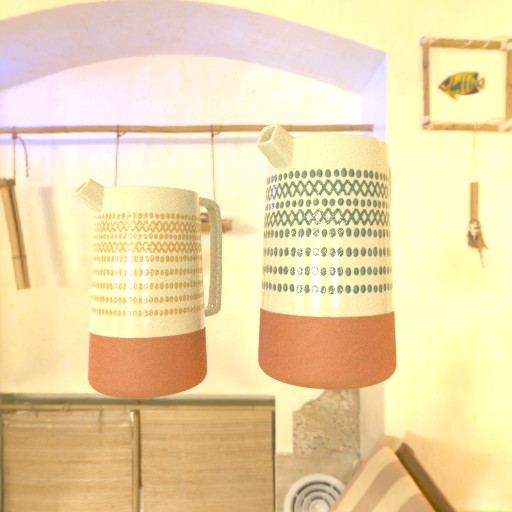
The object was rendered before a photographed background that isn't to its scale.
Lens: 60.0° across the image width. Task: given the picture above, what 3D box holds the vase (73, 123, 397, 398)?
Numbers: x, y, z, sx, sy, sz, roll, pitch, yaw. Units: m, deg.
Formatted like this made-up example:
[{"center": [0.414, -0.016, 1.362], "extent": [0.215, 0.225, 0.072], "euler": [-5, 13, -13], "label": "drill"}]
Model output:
[{"center": [0.000, 0.000, 0.462], "extent": [0.326, 0.247, 0.168], "euler": [0, 1, 0], "label": "vase"}]
